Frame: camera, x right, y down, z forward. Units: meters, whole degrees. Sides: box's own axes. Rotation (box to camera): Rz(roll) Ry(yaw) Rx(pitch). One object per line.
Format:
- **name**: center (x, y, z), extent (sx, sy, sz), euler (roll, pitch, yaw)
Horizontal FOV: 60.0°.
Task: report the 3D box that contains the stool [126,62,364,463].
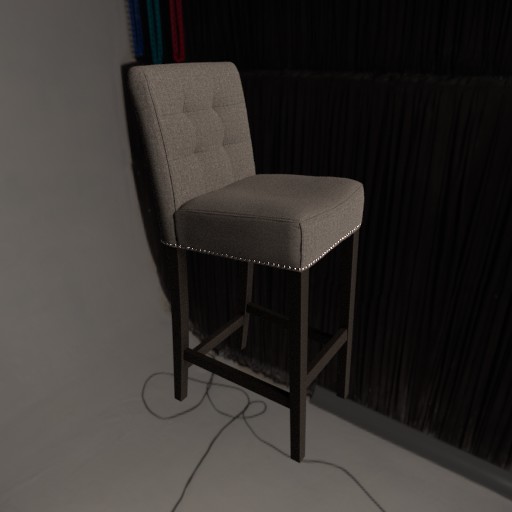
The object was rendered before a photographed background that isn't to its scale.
- **stool**: center (0.000, 0.000, 1.324), extent (0.548, 1.047, 0.411), euler (16, 30, 31)
